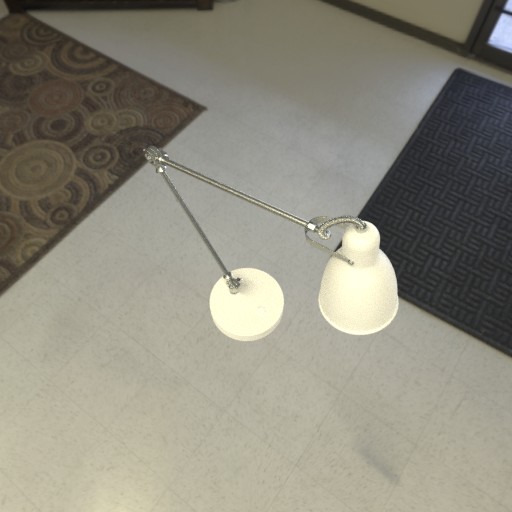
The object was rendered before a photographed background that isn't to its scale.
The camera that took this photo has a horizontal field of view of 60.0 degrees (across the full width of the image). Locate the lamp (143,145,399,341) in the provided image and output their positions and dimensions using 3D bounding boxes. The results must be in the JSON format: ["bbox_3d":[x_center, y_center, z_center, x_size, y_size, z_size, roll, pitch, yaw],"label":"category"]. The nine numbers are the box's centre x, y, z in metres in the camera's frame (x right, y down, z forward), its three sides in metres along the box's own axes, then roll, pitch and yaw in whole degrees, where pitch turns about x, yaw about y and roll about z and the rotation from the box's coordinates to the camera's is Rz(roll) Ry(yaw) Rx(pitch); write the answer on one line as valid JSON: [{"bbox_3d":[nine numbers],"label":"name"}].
[{"bbox_3d":[0.000,0.000,0.882,0.561,0.587,0.187,35,66,18],"label":"lamp"}]
